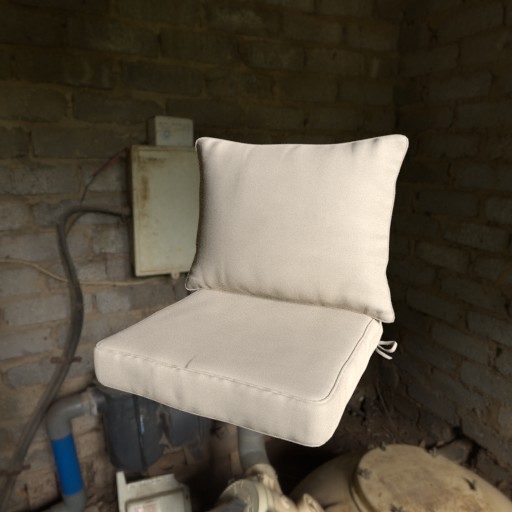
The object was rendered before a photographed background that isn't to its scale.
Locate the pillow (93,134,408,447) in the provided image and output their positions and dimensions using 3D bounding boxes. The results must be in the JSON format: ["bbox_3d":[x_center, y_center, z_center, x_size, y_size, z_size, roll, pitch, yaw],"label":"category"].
[{"bbox_3d":[0.000,0.000,1.345,0.798,0.716,0.733,7,15,25],"label":"pillow"}]
